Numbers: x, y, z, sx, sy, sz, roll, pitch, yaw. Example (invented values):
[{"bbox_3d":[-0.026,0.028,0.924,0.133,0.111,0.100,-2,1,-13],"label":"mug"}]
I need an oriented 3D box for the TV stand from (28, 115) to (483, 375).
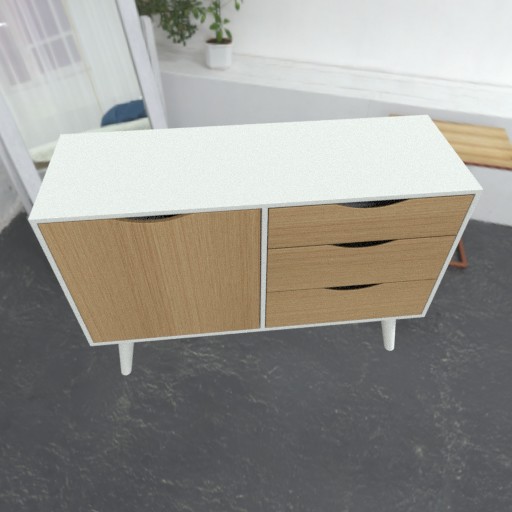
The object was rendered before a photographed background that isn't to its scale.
[{"bbox_3d":[0.000,0.000,1.588,1.193,0.812,0.406,-4,46,-4],"label":"TV stand"}]
